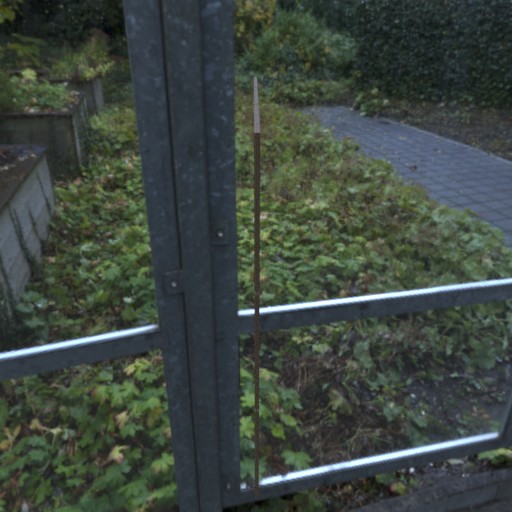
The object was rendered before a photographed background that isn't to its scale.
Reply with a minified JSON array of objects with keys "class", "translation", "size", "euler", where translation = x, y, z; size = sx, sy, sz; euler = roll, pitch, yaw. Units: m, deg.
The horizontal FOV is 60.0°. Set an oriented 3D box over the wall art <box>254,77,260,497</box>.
[{"class":"wall art","translation":[0.000,0.000,1.766],"size":[0.013,1.216,1.216],"euler":[0,27,0]}]
